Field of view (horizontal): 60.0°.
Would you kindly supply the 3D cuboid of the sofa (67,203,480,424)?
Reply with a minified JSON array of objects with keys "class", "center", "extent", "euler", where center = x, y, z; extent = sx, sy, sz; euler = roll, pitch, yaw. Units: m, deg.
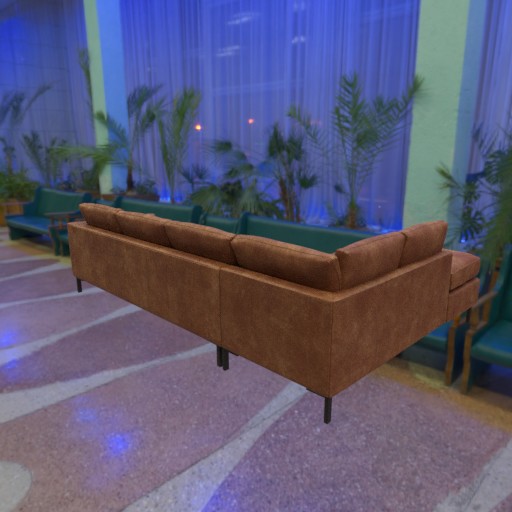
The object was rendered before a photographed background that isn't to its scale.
[{"class":"sofa","center":[0.000,0.000,3.753],"extent":[2.984,0.877,1.938],"euler":[14,20,43]}]
